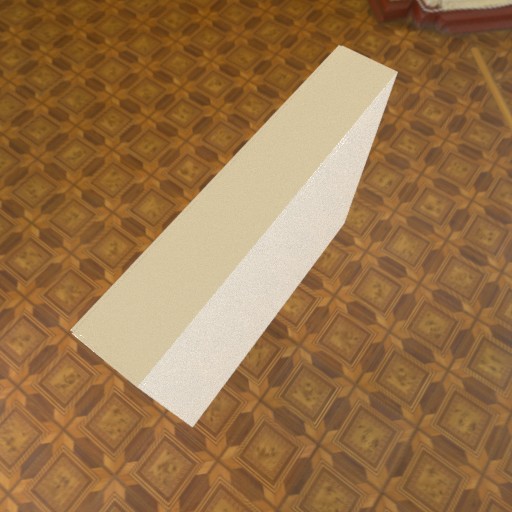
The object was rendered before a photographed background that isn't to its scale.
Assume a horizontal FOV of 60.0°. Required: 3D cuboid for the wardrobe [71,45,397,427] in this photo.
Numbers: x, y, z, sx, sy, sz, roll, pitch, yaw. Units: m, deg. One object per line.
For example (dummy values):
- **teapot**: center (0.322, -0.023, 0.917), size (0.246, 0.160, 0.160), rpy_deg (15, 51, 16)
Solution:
- **wardrobe**: center (0.000, 0.000, 4.100), size (0.580, 2.360, 3.000), rpy_deg (33, 68, 15)
